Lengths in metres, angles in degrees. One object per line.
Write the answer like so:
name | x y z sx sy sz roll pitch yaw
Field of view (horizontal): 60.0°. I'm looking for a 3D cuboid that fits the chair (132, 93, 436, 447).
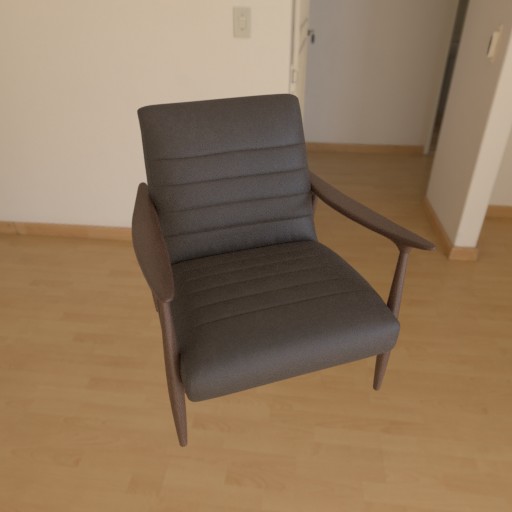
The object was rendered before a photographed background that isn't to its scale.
chair | 0.000 0.000 1.423 0.741 0.831 0.798 -10 33 -16
